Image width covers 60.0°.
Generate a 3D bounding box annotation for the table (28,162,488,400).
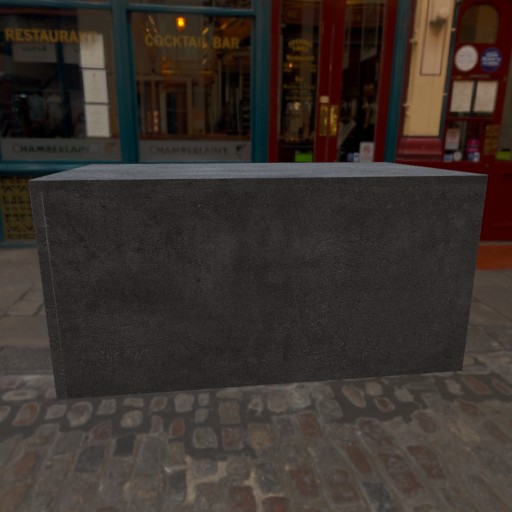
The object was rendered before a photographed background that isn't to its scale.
[{"bbox_3d":[0.000,0.000,0.904,0.700,0.350,0.400,-2,15,-7],"label":"table"}]
